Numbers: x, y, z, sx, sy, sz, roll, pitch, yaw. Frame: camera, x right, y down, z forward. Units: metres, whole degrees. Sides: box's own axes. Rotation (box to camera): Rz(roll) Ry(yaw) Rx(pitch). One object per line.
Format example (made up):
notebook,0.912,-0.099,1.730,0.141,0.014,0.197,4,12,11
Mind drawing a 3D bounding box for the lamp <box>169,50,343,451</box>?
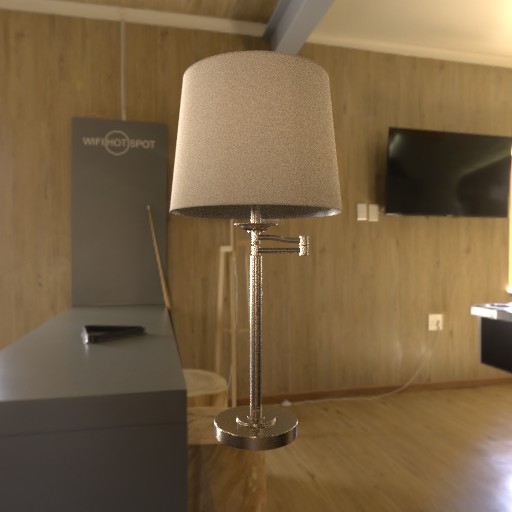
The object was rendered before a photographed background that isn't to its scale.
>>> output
lamp,0.000,0.000,0.870,0.333,0.696,0.333,0,1,0
